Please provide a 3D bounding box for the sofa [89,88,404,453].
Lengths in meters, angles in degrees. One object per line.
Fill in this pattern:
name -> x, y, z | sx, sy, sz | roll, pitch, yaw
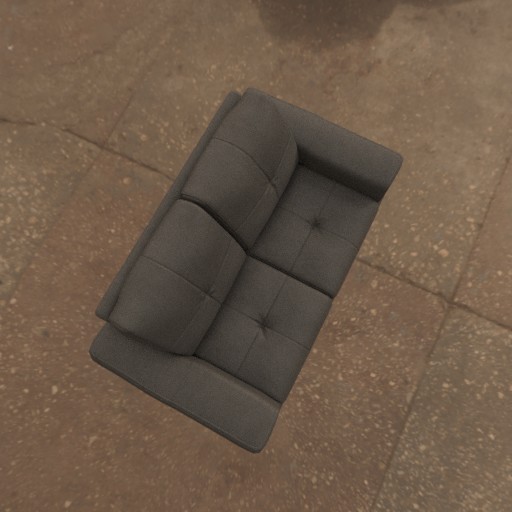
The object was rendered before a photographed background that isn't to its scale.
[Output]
sofa -> 0.000, 0.000, 2.447 | 1.018, 0.907, 1.806 | 27, 78, 6
